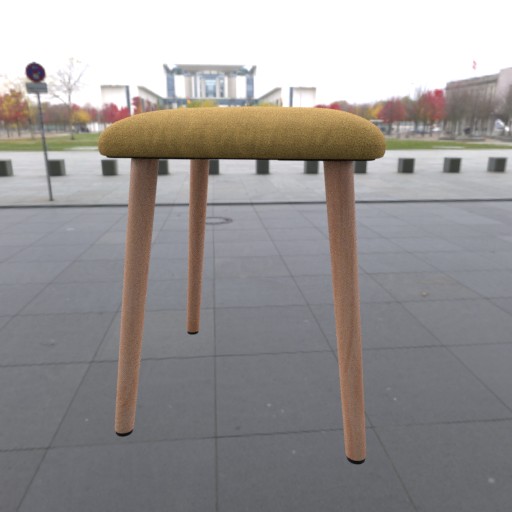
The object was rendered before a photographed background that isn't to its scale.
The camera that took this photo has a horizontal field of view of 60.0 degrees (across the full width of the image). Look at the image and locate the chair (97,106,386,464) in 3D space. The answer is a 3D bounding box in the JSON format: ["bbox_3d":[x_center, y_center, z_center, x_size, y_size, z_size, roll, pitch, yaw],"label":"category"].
[{"bbox_3d":[0.000,0.000,0.694,0.350,0.440,0.350,3,16,9],"label":"chair"}]
